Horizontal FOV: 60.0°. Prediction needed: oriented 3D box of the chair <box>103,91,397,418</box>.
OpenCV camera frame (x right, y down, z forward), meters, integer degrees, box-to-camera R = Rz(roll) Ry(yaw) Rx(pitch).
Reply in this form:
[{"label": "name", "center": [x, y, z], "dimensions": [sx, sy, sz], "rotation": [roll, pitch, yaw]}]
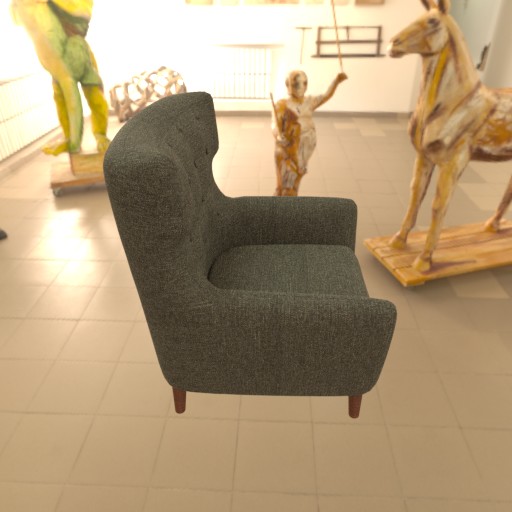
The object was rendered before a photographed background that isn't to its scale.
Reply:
[{"label": "chair", "center": [0.000, 0.000, 1.715], "dimensions": [0.904, 1.063, 0.878], "rotation": [1, 31, 2]}]
